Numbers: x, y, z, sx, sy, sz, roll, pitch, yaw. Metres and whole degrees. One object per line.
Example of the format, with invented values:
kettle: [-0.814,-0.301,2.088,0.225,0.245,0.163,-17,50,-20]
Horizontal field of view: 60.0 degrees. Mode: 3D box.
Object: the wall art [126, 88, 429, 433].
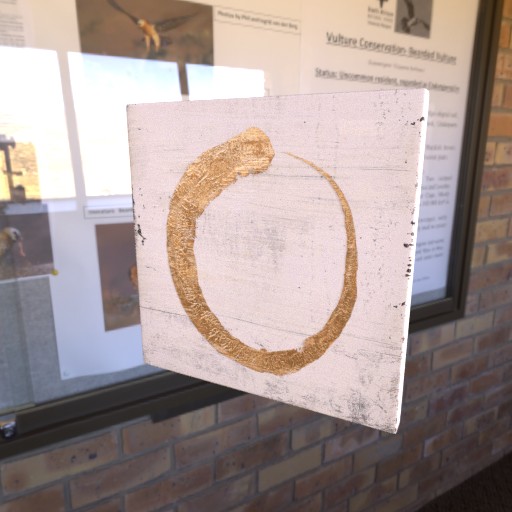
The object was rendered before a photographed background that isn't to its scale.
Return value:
wall art: [0.000,0.000,0.906,0.610,0.611,0.040,7,16,26]
